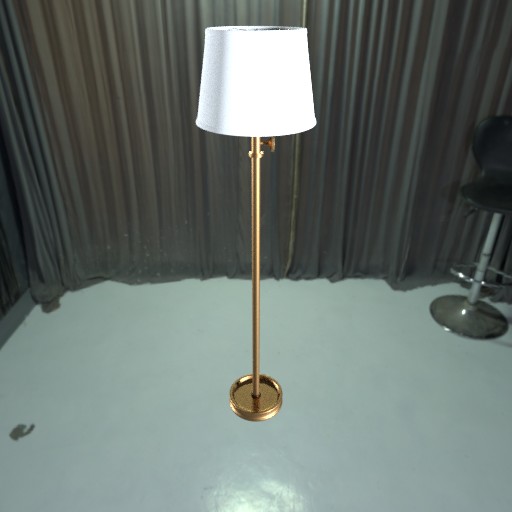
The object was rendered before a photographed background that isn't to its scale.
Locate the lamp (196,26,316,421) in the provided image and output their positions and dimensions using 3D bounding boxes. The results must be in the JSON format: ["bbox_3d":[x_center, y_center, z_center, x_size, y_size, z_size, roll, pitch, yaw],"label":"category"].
[{"bbox_3d":[0.000,0.000,0.777,0.178,0.710,0.178,0,29,0],"label":"lamp"}]
